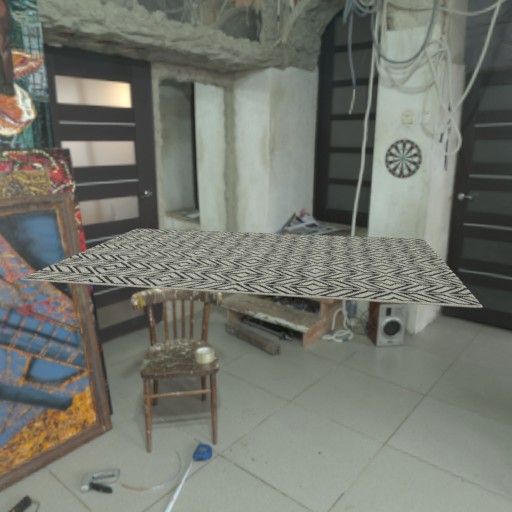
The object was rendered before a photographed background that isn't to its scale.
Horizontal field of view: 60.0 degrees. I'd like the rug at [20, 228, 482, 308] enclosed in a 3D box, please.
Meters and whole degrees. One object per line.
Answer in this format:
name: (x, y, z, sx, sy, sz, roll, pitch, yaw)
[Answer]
rug: (0.000, 0.000, 3.005, 2.438, 0.008, 1.523, 3, 15, 10)
